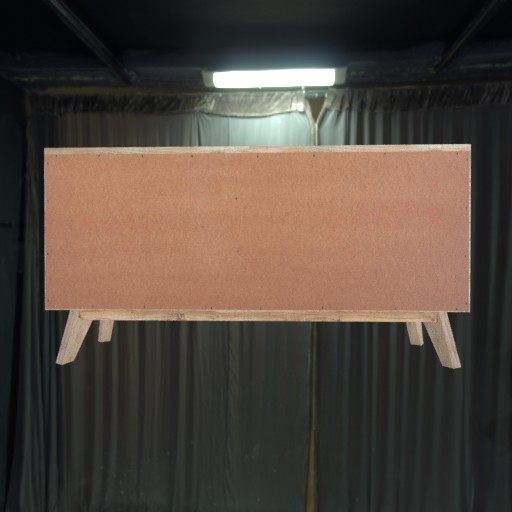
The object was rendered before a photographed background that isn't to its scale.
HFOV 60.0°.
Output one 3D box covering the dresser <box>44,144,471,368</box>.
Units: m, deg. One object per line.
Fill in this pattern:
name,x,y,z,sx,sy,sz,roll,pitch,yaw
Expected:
dresser,0.000,0.000,1.844,1.554,0.805,0.455,0,1,2
